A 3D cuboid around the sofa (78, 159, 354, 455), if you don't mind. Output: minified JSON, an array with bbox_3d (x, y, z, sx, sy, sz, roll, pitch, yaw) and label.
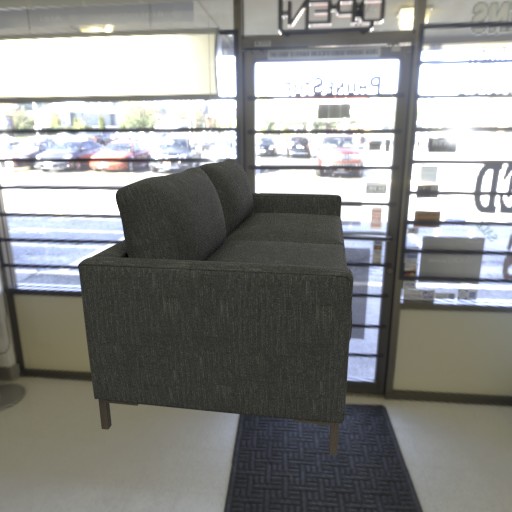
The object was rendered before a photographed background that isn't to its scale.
[{"bbox_3d":[0.000,0.000,2.162,0.866,0.862,1.716,3,16,9],"label":"sofa"}]
